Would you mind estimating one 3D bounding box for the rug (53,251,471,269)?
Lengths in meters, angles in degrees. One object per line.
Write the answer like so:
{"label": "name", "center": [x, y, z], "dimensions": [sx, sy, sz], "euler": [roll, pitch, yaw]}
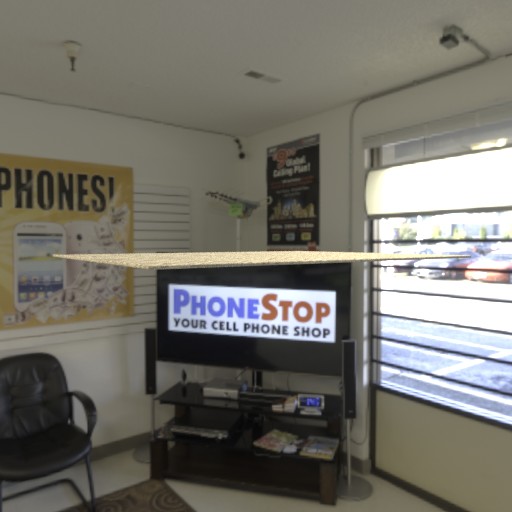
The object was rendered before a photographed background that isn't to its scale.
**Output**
{"label": "rug", "center": [0.000, 0.000, 4.107], "dimensions": [3.049, 0.025, 2.449], "euler": [-1, 2, -35]}
